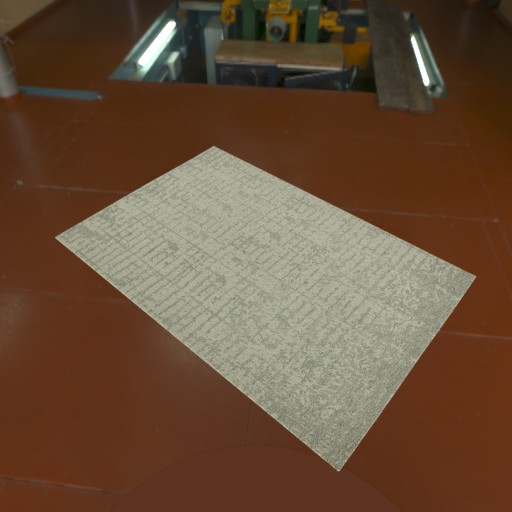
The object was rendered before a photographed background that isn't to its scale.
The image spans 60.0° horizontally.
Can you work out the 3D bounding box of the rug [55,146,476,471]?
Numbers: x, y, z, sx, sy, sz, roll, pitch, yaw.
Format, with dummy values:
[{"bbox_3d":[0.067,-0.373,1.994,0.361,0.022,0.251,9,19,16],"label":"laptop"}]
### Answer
[{"bbox_3d":[0.000,0.000,2.286,1.827,0.007,1.211,32,53,28],"label":"rug"}]
